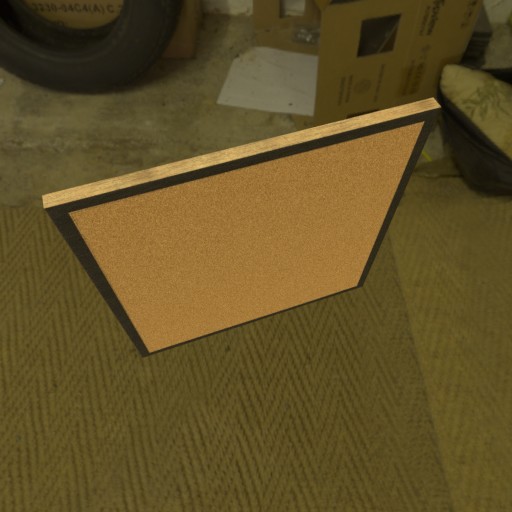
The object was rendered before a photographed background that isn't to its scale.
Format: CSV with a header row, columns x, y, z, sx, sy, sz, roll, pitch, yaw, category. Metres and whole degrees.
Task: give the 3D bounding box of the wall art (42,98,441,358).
x,y,z,sx,sy,sz,roll,pitch,yaw,category
0.000,0.000,1.036,0.695,0.691,0.029,-17,60,-10,wall art
